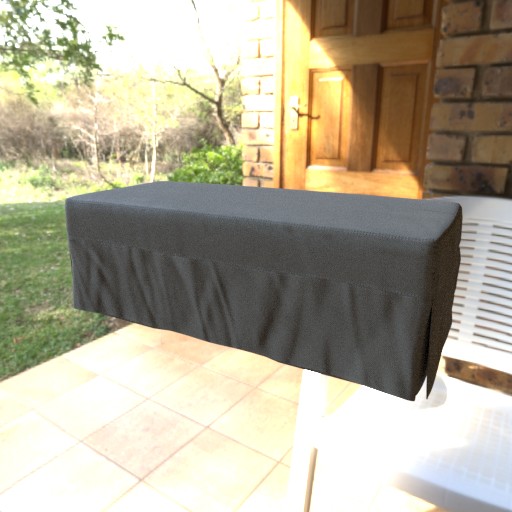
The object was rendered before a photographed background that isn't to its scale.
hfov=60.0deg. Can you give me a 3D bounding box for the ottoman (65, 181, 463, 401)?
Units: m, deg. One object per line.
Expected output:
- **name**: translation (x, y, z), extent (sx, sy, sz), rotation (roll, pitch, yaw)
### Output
- **ottoman**: translation (0.000, 0.000, 1.679), extent (1.388, 0.457, 0.665), rotation (9, 19, 27)
